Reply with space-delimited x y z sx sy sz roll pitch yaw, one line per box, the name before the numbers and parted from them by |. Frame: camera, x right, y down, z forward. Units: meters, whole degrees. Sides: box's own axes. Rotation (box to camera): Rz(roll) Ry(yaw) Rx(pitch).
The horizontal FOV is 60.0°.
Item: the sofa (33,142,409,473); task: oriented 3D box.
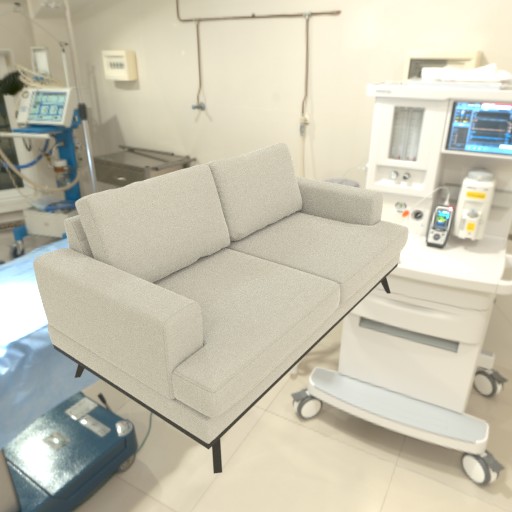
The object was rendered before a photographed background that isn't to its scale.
sofa | 0.000 0.000 2.099 0.920 0.810 1.650 17 30 33
